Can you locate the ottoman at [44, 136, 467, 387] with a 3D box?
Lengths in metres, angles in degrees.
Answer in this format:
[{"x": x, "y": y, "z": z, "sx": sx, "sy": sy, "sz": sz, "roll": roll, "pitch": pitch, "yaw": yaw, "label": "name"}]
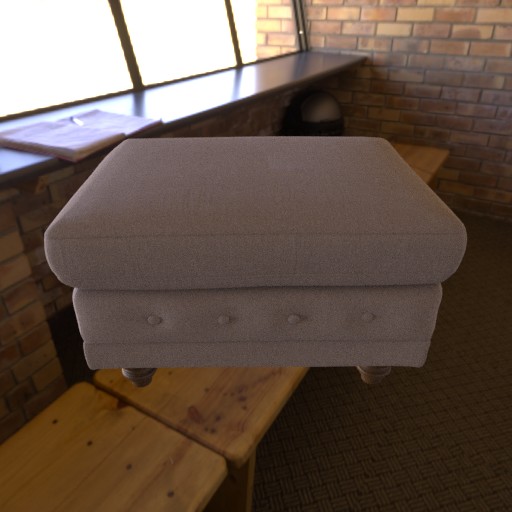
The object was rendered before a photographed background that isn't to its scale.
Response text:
[{"x": 0.000, "y": 0.000, "z": 1.111, "sx": 0.771, "sy": 0.500, "sz": 0.569, "roll": 0, "pitch": 31, "yaw": -1, "label": "ottoman"}]
